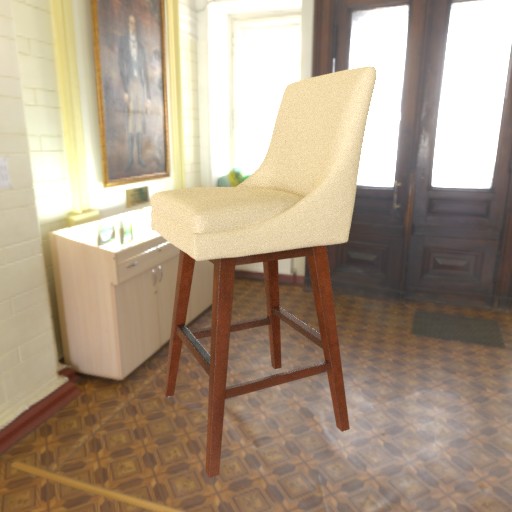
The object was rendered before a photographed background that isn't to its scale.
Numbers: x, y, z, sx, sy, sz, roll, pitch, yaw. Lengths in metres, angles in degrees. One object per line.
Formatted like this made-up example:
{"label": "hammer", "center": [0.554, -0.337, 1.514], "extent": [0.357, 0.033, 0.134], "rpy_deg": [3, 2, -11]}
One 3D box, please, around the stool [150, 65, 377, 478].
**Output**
{"label": "stool", "center": [0.000, 0.000, 1.389], "extent": [0.559, 1.097, 0.470], "rpy_deg": [-7, 16, -25]}
